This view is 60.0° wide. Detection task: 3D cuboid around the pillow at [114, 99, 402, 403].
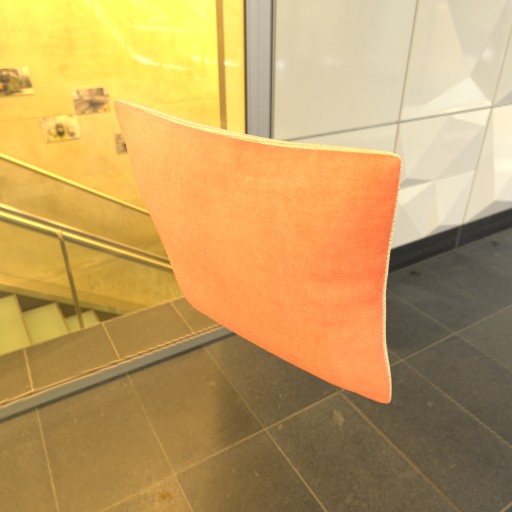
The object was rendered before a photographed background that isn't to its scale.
[{"bbox_3d":[0.000,0.000,0.639,0.424,0.401,0.177,22,36,34],"label":"pillow"}]
